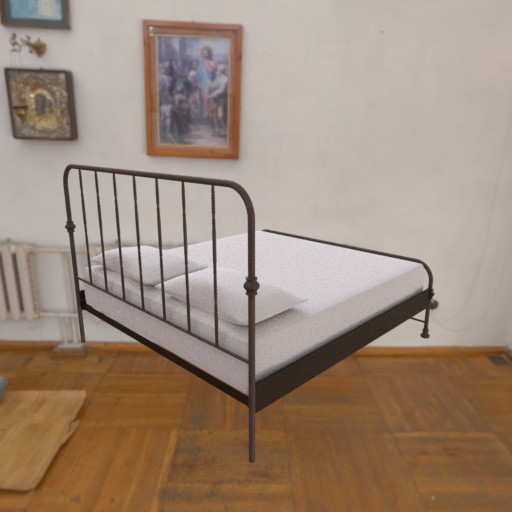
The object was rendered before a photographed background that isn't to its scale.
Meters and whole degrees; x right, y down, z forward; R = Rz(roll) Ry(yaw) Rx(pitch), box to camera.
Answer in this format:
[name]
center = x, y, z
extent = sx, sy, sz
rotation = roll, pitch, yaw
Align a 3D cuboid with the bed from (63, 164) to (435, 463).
[bed]
center = 0.000, 0.000, 3.503
extent = 2.044, 1.446, 2.134
rotation = 15, 21, 43
